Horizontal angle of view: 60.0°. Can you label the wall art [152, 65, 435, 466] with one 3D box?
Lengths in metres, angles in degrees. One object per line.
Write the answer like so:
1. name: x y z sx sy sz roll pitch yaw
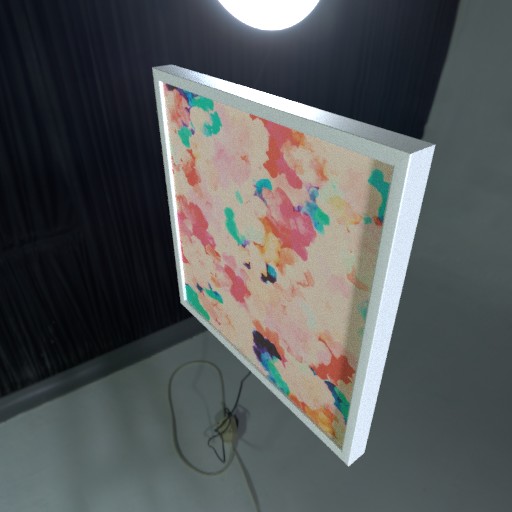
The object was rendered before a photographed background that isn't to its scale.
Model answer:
1. wall art: 0.000 0.000 0.721 0.038 0.505 0.506 -24 40 -31
